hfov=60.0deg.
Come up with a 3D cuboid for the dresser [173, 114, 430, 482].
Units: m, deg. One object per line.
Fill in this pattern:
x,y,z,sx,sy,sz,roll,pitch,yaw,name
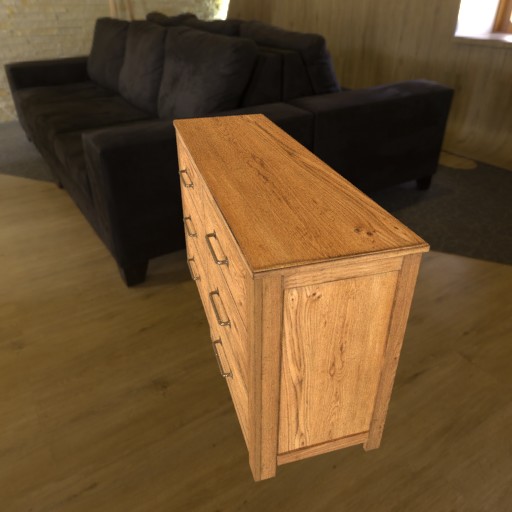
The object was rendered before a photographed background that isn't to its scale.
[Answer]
0.000,0.000,2.126,0.563,0.932,1.657,-8,32,-14,dresser
